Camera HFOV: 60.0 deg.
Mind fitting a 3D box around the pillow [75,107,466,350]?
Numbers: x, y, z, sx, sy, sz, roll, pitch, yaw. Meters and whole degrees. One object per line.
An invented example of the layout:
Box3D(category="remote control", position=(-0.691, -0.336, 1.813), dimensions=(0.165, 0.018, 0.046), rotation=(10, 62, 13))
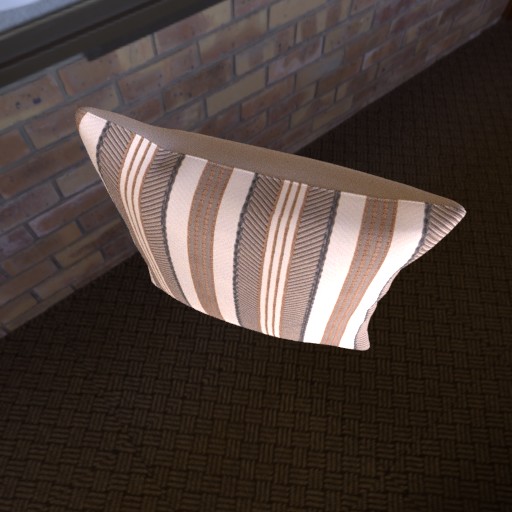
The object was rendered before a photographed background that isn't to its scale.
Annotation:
Box3D(category="pillow", position=(0.000, 0.000, 0.617), dimensions=(0.416, 0.401, 0.173), rotation=(17, 61, 9))
